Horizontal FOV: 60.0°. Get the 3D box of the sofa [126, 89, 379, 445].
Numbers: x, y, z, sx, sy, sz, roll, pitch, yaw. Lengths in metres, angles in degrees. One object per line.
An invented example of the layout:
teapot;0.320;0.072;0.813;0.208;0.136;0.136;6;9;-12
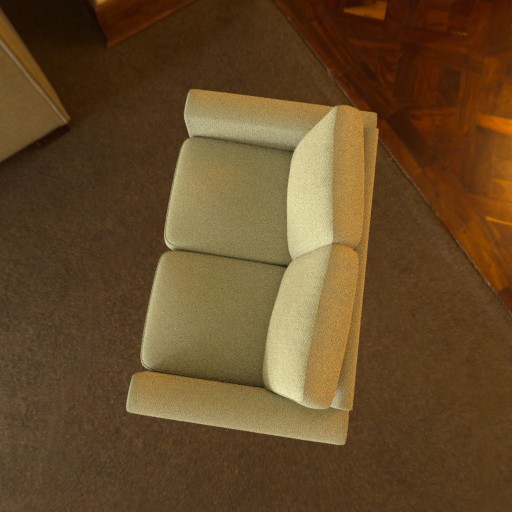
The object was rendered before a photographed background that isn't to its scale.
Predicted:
sofa;0.000;0.000;2.223;1.016;0.873;1.616;8;78;2
